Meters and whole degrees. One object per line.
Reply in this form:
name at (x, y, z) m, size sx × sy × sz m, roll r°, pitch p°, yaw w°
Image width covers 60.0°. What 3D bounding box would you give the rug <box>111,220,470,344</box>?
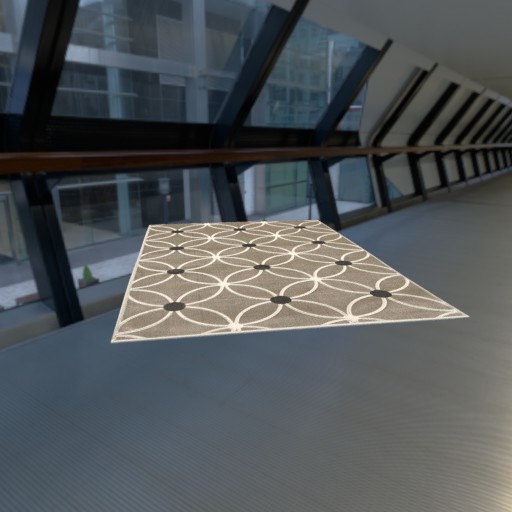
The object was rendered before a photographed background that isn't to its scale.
rug at (0.000, 0.000, 2.899) m, size 1.522 × 0.008 × 2.284 m, roll -3°, pitch 16°, yaw -9°
